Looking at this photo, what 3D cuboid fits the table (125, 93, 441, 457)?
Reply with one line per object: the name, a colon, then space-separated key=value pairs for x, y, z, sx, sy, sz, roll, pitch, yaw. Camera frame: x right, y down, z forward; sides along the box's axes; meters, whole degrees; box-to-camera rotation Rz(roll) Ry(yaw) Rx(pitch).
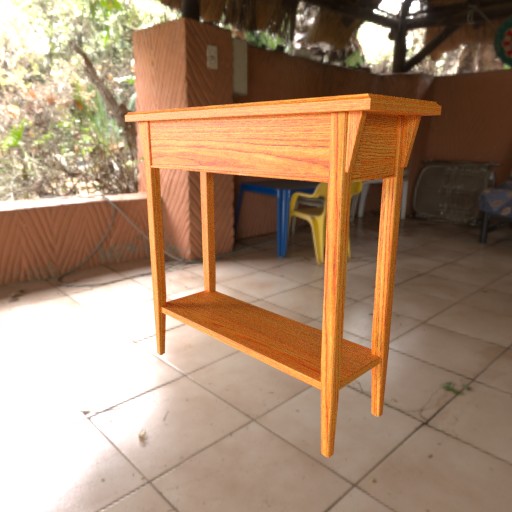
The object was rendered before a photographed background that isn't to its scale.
table: x=0.000 y=0.000 z=1.121 sx=0.254 sy=0.711 sz=0.762 roll=-14 pitch=21 yaw=-43
